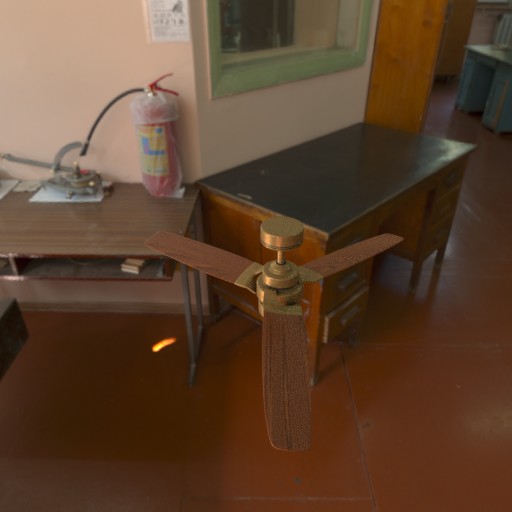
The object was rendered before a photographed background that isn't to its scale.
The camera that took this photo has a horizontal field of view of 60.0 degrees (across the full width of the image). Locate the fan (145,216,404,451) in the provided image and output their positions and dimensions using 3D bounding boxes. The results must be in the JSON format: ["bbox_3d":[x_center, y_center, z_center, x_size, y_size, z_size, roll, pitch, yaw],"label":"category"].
[{"bbox_3d":[0.000,0.000,1.978,1.271,0.425,1.416,20,37,29],"label":"fan"}]
